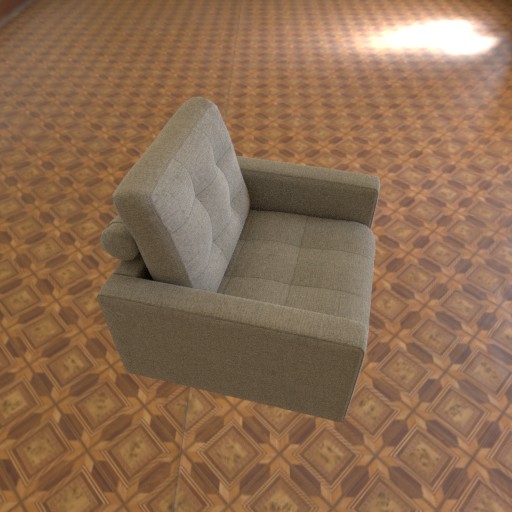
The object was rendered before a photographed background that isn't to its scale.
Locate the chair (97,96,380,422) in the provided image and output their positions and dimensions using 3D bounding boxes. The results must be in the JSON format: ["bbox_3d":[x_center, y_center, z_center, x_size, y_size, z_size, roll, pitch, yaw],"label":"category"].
[{"bbox_3d":[0.000,0.000,1.591,0.843,0.880,0.821,10,46,10],"label":"chair"}]
